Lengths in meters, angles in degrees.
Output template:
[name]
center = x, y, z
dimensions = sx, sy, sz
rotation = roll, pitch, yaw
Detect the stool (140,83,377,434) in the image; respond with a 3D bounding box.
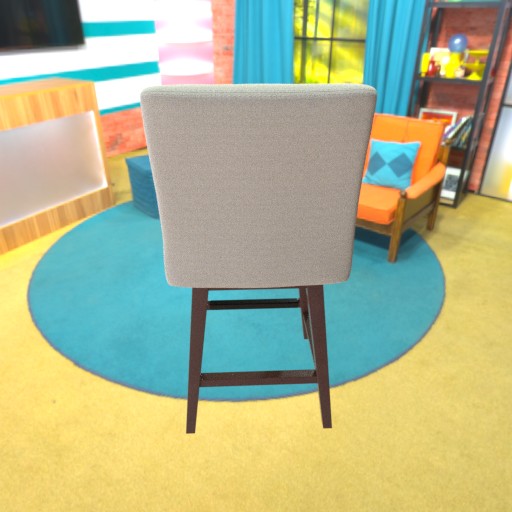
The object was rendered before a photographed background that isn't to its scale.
[stool]
center = 0.000, 0.000, 1.258
dimensions = 0.483, 0.991, 0.559
rotation = -1, 29, -2
